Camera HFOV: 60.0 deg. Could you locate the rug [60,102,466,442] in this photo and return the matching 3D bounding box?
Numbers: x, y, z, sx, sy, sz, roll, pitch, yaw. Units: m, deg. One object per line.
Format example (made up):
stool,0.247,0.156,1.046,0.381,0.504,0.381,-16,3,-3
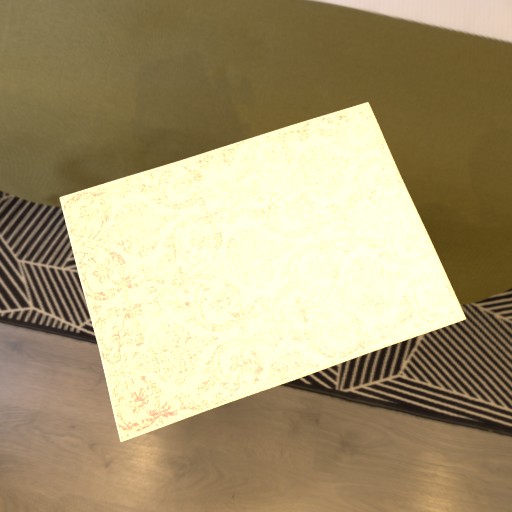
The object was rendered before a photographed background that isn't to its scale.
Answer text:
rug,0.000,0.000,2.837,2.202,0.014,1.598,-18,77,-4
